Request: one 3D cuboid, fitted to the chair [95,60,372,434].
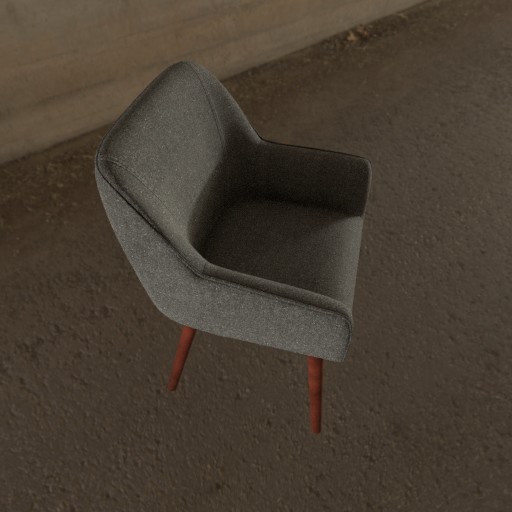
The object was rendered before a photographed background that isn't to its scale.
[{"bbox_3d":[0.000,0.000,1.141,0.519,0.803,0.543,10,47,10],"label":"chair"}]
